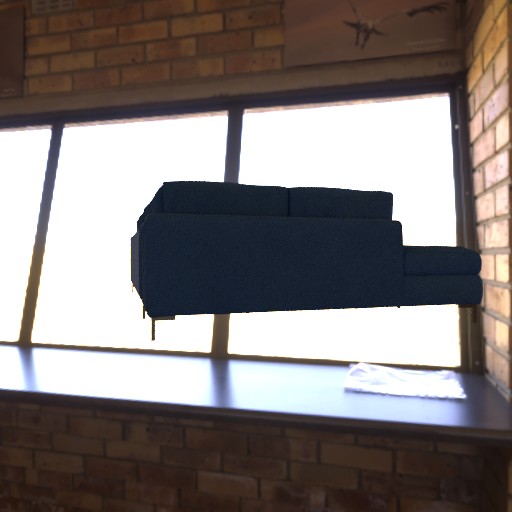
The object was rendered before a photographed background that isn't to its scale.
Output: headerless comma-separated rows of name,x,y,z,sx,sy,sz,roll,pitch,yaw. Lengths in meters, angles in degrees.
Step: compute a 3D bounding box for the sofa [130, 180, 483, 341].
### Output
sofa,0.000,0.000,3.788,2.007,0.815,2.949,0,0,-17
